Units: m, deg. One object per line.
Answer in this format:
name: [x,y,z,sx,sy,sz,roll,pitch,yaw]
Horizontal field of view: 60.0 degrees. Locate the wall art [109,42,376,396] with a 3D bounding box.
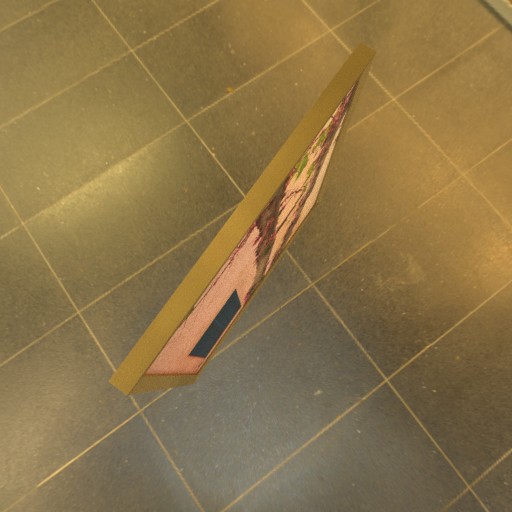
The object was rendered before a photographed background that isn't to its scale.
wall art: [0.000,0.000,1.140,0.038,0.762,0.762,33,78,8]
